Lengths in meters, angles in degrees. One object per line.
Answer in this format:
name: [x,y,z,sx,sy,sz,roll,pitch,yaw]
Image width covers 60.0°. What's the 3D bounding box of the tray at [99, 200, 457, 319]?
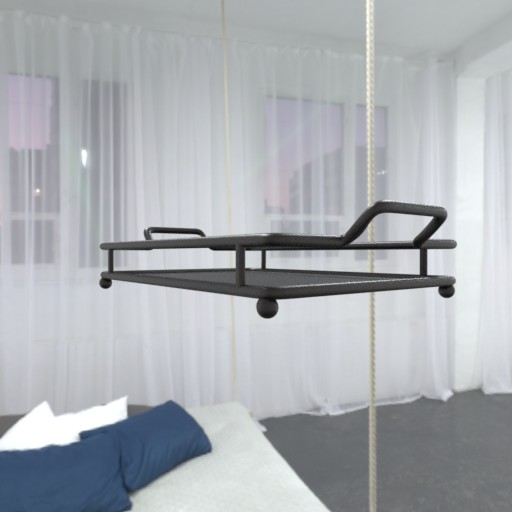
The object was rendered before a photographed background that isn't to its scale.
tray: [0.000,0.000,0.607,0.297,0.101,0.495,0,0,-38]
